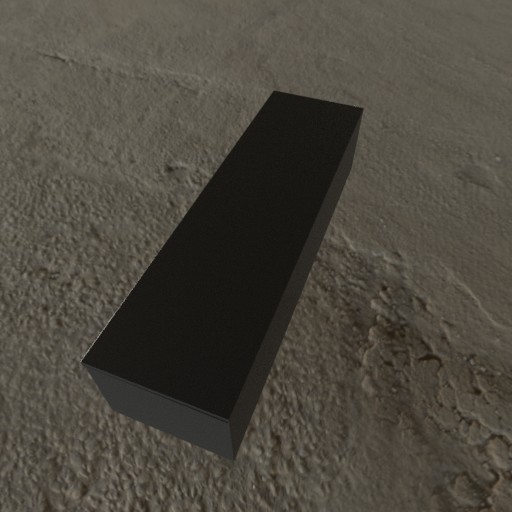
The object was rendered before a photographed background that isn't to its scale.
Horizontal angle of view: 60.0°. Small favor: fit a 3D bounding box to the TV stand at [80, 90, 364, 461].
[{"bbox_3d":[0.000,0.000,1.574,0.390,0.518,1.312,17,51,14],"label":"TV stand"}]
